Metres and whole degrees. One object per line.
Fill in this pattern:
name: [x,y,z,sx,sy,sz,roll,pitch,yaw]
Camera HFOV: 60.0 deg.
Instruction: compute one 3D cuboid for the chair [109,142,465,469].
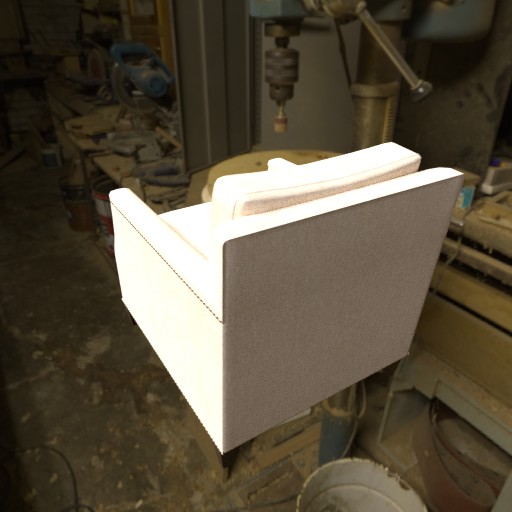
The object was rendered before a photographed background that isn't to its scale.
chair: [0.000,0.000,1.711,0.838,0.940,1.041,-17,34,-28]
